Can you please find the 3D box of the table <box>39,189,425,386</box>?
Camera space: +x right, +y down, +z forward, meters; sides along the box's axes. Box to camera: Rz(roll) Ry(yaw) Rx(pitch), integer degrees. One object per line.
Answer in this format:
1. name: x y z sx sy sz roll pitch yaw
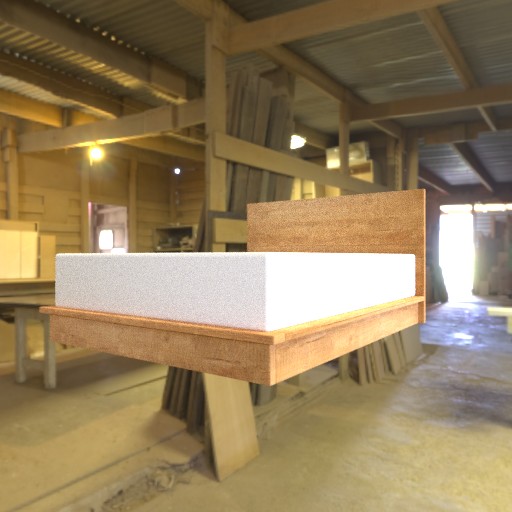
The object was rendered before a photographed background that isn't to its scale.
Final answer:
1. table: 0.000 0.000 3.073 1.707 1.041 2.149 0 0 36
